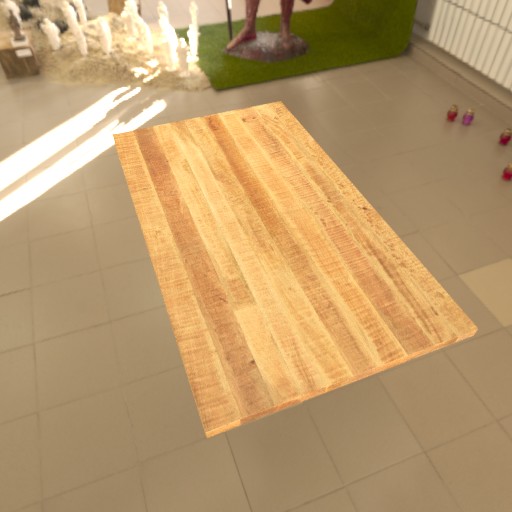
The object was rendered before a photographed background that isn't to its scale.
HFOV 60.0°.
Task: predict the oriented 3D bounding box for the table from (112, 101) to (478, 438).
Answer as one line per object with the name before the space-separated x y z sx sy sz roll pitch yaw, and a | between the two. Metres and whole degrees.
table | 0.000 0.000 1.674 0.760 0.455 1.320 -16 49 -14
